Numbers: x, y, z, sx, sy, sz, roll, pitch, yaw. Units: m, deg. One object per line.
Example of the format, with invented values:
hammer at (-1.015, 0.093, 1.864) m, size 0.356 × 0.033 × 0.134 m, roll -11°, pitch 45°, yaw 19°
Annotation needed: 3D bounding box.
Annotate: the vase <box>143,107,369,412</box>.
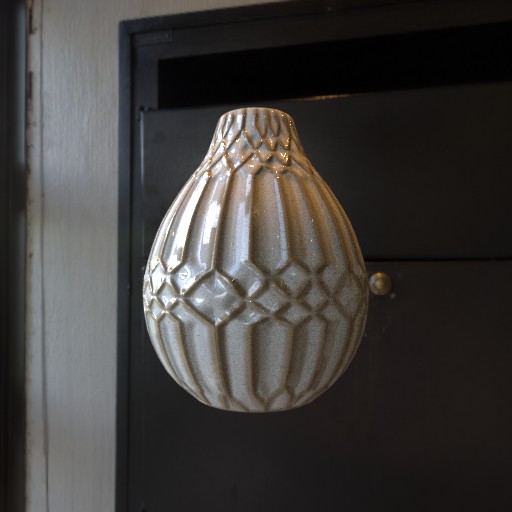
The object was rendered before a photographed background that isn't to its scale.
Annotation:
vase at (0.000, 0.000, 0.323) m, size 0.159 × 0.200 × 0.159 m, roll 0°, pitch -1°, yaw 0°
